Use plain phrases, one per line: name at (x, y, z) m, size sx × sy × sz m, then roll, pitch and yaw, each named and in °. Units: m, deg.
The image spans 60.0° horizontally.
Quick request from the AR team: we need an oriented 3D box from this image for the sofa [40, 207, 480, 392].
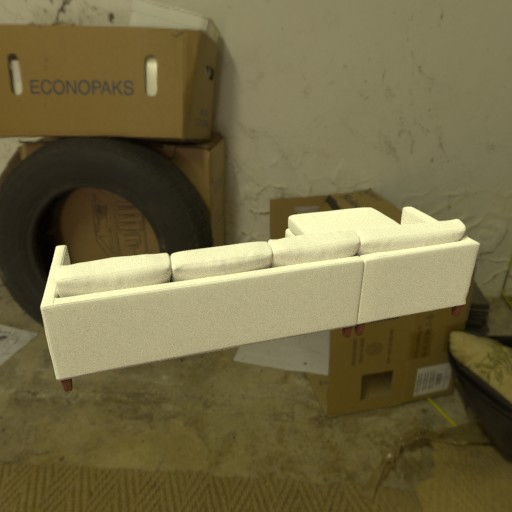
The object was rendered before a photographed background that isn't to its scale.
sofa at (0.000, 0.000, 3.837) m, size 3.186 × 0.846 × 1.625 m, roll -7°, pitch 27°, yaw -15°
